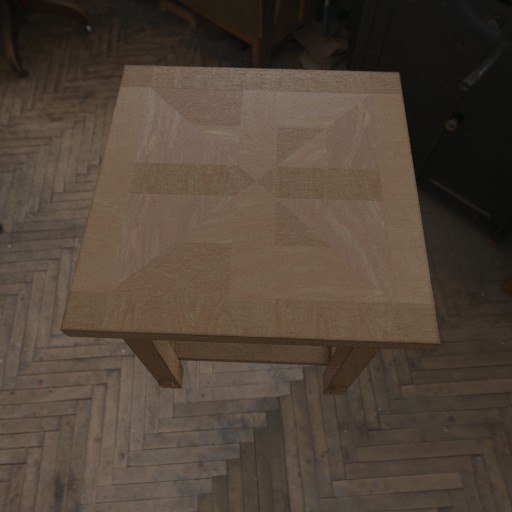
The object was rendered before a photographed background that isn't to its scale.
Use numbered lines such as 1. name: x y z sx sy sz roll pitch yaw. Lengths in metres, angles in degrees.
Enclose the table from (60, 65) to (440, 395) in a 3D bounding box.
1. table: 0.000 0.000 1.132 0.610 0.638 0.612 2 63 1
